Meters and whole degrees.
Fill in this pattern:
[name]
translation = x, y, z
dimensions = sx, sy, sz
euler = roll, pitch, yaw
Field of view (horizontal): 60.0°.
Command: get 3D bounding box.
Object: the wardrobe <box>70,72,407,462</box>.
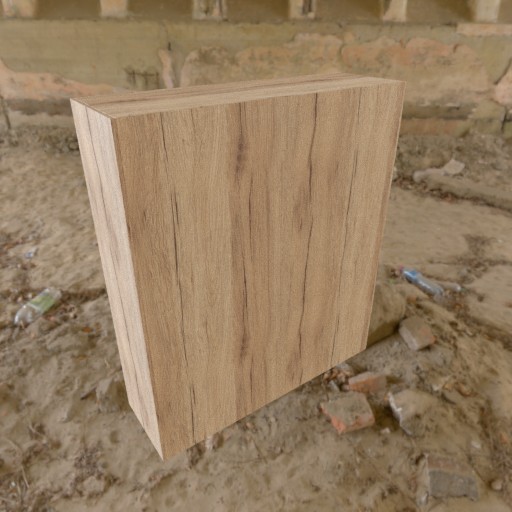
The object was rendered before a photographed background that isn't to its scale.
[wardrobe]
translation = 0.000, 0.000, 2.902
dimensions = 1.810, 2.070, 0.580
euler = -19, 34, -30
